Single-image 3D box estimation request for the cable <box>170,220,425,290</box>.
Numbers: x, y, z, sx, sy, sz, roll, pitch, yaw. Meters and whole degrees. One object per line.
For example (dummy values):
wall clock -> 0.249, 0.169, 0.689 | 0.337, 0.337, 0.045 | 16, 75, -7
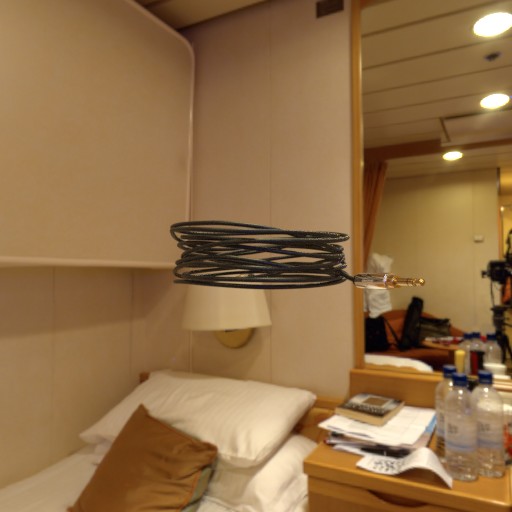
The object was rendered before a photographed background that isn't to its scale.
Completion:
cable -> 0.000, 0.000, 0.500 | 0.198, 0.069, 0.432 | 1, -2, -18
